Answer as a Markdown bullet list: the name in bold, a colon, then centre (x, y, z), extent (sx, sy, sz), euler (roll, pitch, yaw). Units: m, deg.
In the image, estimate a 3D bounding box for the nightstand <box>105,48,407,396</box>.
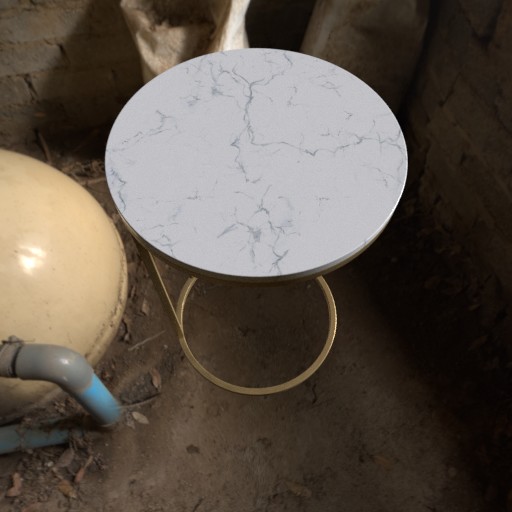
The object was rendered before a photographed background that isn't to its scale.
- **nightstand**: centre (0.000, 0.000, 0.858), extent (0.400, 0.610, 0.400), euler (34, 66, 18)
